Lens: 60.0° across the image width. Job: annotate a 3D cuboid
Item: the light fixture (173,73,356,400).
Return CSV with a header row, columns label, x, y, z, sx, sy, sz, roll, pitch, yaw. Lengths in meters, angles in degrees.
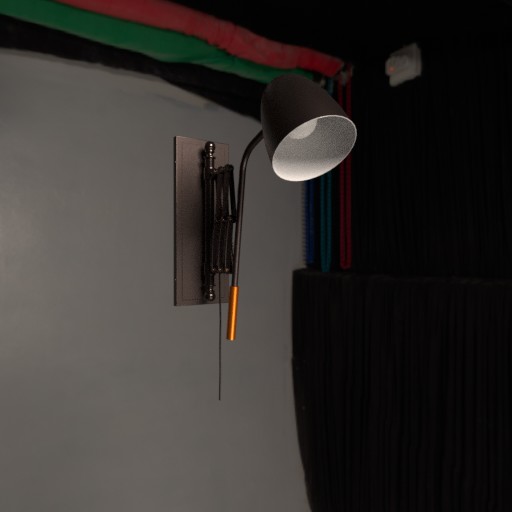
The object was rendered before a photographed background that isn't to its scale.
label,x,y,z,sx,sy,sz,roll,pitch,yaw
light fixture,0.000,0.000,0.948,0.162,0.715,0.499,0,0,-35
